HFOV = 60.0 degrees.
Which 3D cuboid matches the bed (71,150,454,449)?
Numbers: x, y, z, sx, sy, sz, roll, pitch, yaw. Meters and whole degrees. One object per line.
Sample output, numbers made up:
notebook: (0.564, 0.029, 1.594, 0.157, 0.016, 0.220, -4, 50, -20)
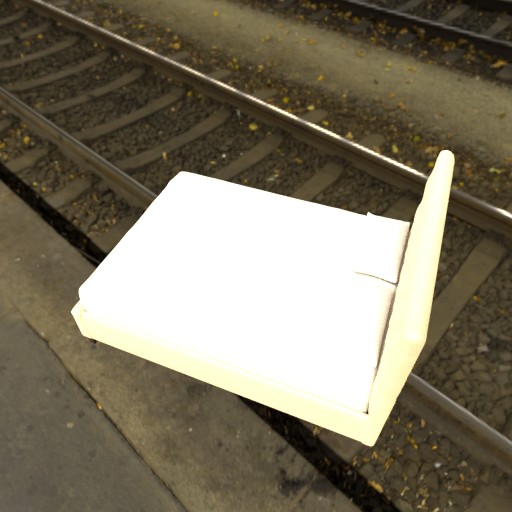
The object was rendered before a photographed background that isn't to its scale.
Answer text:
bed: (0.000, 0.000, 3.401, 2.387, 1.427, 1.698, 16, 49, 15)
